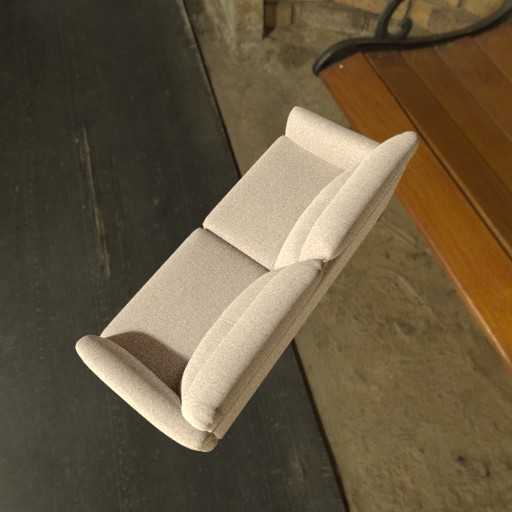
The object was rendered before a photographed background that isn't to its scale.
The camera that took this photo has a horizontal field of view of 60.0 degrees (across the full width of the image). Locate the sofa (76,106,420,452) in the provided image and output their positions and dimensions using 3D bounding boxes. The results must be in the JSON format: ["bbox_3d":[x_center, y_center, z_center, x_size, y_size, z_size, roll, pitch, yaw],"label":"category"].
[{"bbox_3d":[0.000,0.000,2.498,0.856,0.956,2.015,34,69,15],"label":"sofa"}]
